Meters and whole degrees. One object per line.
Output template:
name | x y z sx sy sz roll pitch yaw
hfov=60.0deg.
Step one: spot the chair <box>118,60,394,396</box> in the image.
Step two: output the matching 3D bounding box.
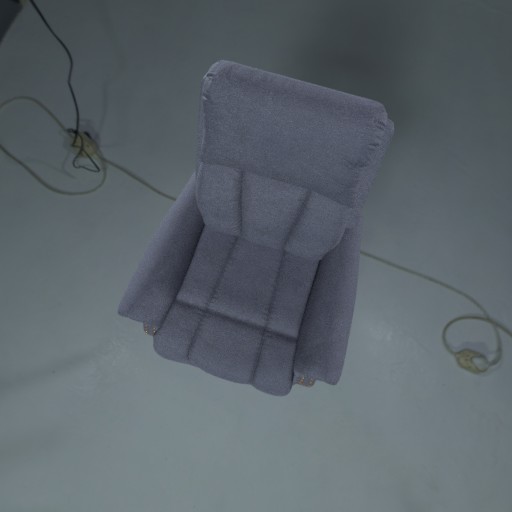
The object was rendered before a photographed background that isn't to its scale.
chair | 0.000 0.000 1.753 0.871 1.031 0.979 17 76 5
